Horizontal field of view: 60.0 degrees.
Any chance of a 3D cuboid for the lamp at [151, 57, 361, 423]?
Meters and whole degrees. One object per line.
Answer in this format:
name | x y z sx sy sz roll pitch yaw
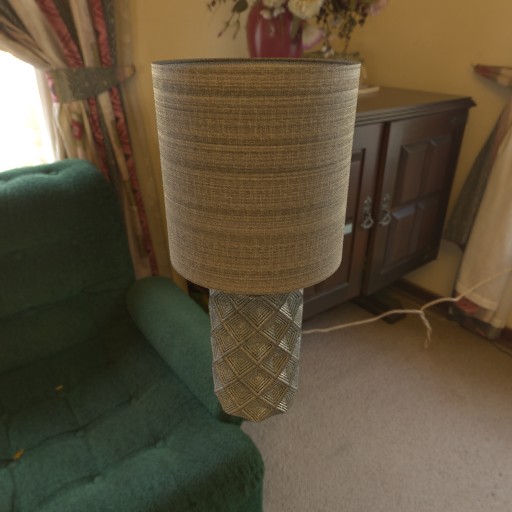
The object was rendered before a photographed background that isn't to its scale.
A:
lamp | 0.000 0.000 0.704 0.269 0.566 0.268 18 32 33
